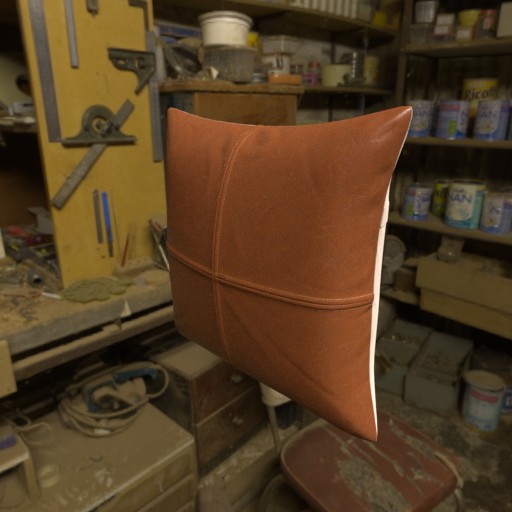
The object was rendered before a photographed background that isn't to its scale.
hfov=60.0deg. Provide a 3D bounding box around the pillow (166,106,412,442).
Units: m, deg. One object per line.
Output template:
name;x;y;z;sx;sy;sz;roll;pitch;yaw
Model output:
pillow;0.000;0.000;0.748;0.192;0.477;0.501;-17;24;-42
